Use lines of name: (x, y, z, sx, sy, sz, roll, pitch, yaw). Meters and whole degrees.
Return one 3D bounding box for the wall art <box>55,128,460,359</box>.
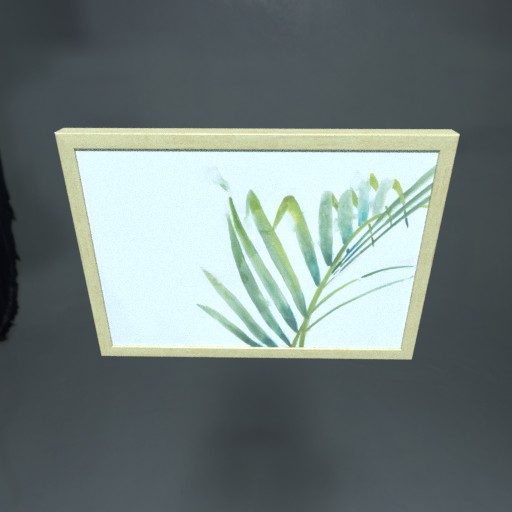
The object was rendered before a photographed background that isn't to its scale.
wall art: (0.000, 0.000, 0.685, 0.533, 0.381, 0.032, 0, 28, 1)
